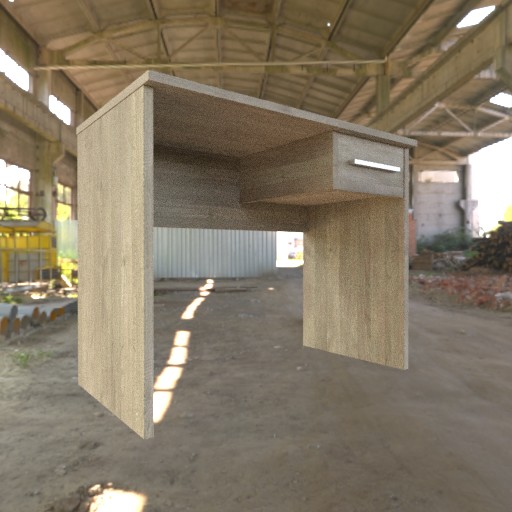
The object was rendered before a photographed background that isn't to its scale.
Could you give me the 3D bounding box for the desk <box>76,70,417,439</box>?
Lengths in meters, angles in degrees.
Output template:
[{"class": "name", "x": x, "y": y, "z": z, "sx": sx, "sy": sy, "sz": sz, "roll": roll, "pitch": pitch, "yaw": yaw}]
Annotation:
[{"class": "desk", "x": 0.000, "y": 0.000, "z": 1.322, "sx": 0.893, "sy": 0.724, "sz": 0.498, "roll": 0, "pitch": 1, "yaw": -37}]
